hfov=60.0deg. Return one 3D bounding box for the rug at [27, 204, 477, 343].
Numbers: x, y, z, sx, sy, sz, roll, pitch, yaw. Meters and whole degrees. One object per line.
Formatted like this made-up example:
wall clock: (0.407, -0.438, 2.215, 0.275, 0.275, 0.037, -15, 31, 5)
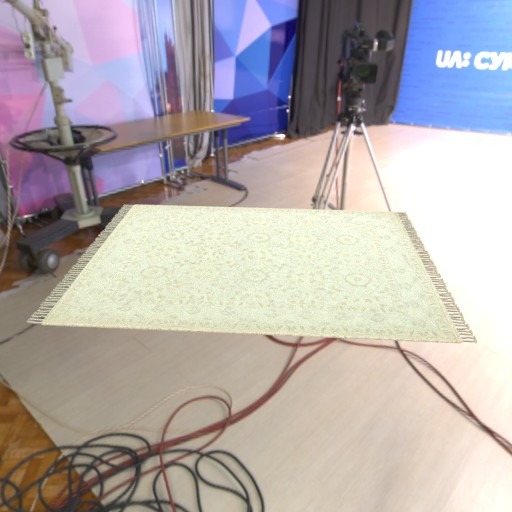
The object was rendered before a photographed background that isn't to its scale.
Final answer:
rug: (0.000, 0.000, 2.264, 1.771, 0.015, 1.223, 2, 30, 3)
